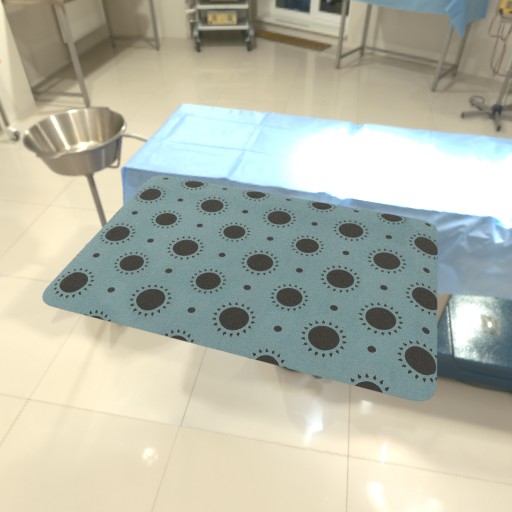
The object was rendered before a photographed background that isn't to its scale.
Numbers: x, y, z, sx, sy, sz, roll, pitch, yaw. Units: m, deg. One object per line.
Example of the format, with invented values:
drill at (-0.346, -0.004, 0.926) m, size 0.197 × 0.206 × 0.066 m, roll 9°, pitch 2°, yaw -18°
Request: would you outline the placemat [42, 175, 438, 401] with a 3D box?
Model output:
placemat at (0.000, 0.000, 0.969) m, size 0.762 × 0.021 × 0.508 m, roll 12°, pitch 43°, yaw 13°
